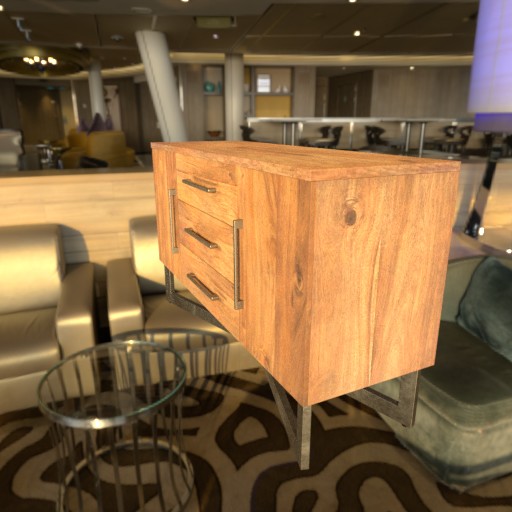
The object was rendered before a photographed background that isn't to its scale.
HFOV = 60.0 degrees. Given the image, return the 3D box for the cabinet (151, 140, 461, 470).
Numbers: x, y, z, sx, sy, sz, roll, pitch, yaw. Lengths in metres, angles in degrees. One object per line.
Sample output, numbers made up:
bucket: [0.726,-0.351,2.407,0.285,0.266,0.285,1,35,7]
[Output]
cabinet: [0.000,0.000,1.728,0.480,0.812,1.373,-8,19,-25]
